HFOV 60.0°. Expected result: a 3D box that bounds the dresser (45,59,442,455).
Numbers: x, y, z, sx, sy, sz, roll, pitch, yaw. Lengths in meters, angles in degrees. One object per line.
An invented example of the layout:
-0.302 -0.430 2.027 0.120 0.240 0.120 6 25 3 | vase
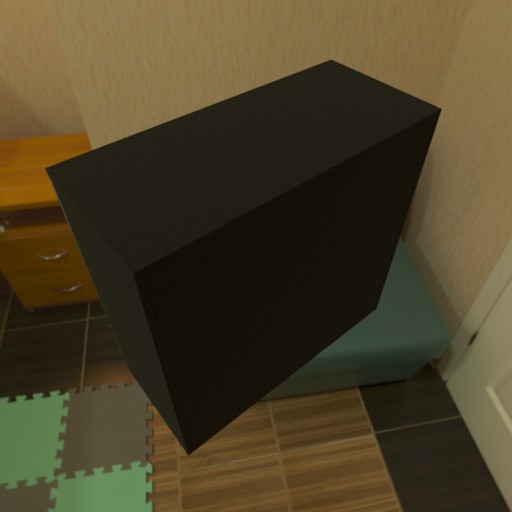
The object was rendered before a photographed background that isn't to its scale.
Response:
0.000 0.000 1.154 0.750 0.720 0.360 -31 54 -26 | dresser
